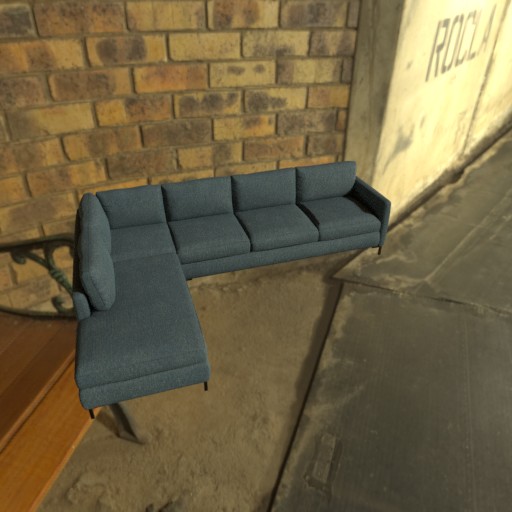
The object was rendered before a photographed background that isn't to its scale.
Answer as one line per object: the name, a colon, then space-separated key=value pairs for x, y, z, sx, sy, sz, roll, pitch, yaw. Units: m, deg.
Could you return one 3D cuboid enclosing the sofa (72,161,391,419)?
sofa: x=0.000 y=0.000 z=3.821 sx=2.949 sy=0.815 sz=2.007 roll=-10 pitch=34 yaw=-15
